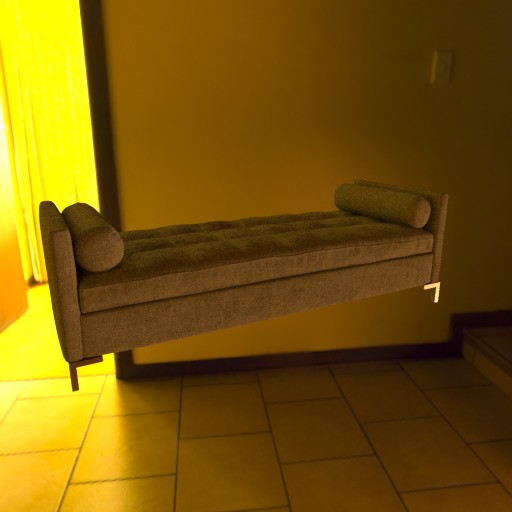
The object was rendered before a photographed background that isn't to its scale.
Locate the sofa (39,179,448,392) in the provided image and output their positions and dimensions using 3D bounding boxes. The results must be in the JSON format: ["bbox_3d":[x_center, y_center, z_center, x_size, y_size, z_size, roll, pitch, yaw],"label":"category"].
[{"bbox_3d":[0.000,0.000,2.458,2.102,0.657,0.797,-8,18,-26],"label":"sofa"}]
